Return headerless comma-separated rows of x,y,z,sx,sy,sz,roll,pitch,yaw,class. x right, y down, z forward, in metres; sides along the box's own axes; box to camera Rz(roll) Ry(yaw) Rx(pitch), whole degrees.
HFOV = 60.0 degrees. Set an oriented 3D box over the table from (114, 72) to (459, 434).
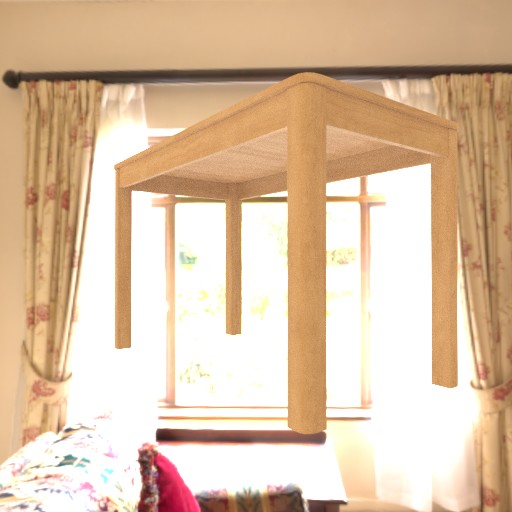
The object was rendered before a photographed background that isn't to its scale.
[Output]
0.000,0.000,1.863,0.750,0.900,1.400,0,-1,-37,table
